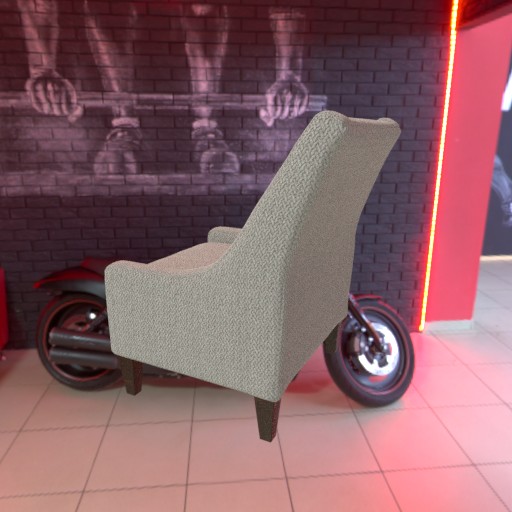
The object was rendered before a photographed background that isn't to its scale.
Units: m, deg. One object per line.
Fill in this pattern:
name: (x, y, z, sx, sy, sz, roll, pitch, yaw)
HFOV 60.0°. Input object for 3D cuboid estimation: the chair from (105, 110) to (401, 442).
chair: (0.000, 0.000, 1.692, 0.870, 1.014, 0.774, 8, 18, 26)
